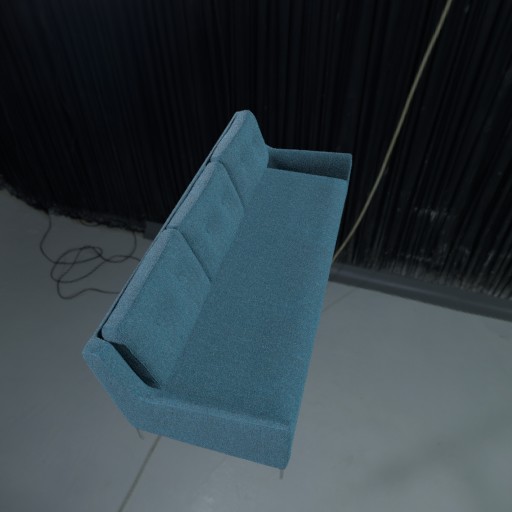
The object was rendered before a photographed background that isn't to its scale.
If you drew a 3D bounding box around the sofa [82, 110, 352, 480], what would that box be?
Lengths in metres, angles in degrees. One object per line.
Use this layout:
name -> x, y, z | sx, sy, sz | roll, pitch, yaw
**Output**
sofa -> 0.000, 0.000, 2.552 | 0.849, 0.837, 2.060 | 11, 46, 11
